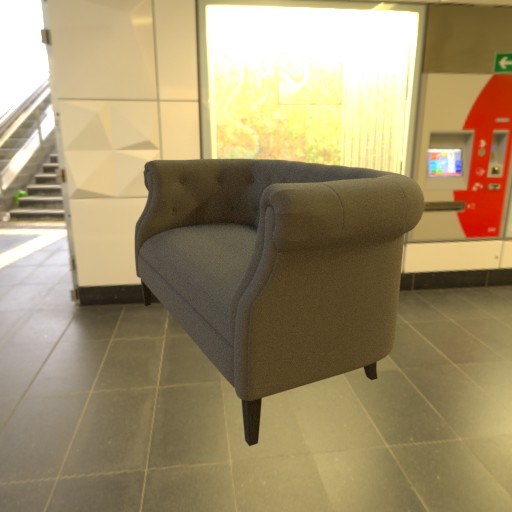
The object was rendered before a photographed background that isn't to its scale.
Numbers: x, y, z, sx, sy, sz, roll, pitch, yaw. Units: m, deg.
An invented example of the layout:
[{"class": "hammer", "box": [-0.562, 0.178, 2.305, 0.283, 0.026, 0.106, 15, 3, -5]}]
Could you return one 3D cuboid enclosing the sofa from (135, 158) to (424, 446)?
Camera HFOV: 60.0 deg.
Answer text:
[{"class": "sofa", "box": [0.000, 0.000, 2.059, 0.835, 0.827, 1.558, -8, 17, -26]}]
